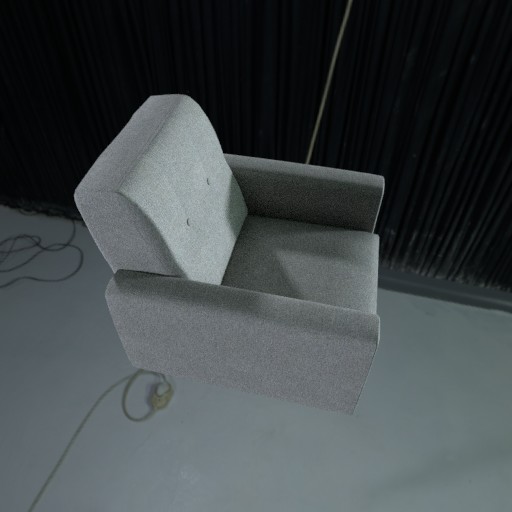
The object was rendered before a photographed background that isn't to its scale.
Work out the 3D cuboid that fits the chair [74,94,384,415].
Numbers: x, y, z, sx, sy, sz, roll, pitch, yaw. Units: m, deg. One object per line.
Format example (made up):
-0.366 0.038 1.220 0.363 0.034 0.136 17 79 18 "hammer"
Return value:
0.000 0.000 1.702 0.942 0.968 0.845 9 47 8 "chair"
